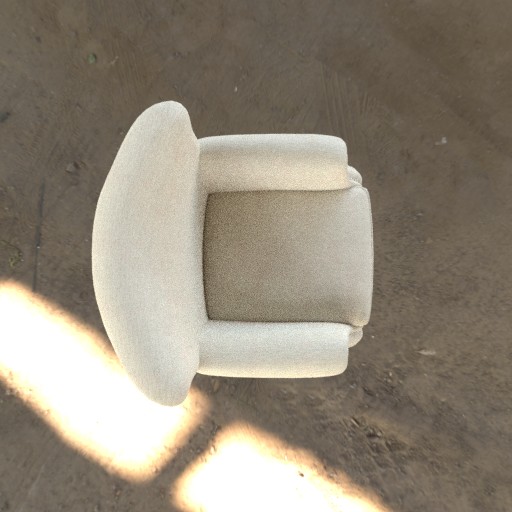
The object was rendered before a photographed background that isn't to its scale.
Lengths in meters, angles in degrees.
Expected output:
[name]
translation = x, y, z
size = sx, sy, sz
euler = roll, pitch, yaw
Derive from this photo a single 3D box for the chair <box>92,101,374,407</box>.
[chair]
translation = 0.000, 0.000, 1.661
size = 0.921, 0.936, 0.861
euler = 0, 89, -1
